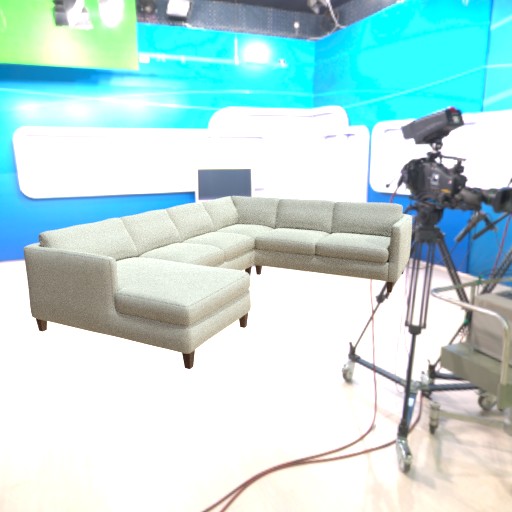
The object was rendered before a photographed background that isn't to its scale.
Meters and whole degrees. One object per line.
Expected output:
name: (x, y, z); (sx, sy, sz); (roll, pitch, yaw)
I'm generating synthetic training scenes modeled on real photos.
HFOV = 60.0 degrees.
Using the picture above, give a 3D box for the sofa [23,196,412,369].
sofa: (0.000, 0.000, 4.380); (2.551, 0.853, 3.238); (7, 15, 25)
